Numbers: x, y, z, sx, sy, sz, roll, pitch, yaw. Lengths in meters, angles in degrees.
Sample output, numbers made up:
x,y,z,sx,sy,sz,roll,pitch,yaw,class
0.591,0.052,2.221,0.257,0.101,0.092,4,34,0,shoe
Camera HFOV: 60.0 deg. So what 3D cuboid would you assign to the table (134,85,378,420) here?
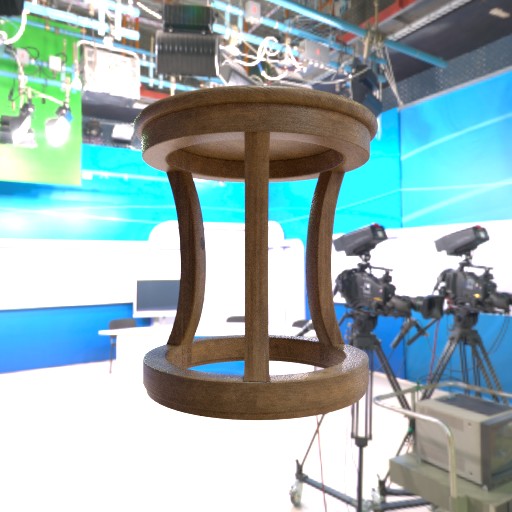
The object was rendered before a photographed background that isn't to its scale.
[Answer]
x,y,z,sx,sy,sz,roll,pitch,yaw,class
0.000,0.000,0.809,0.432,0.460,0.432,0,-1,0,table
